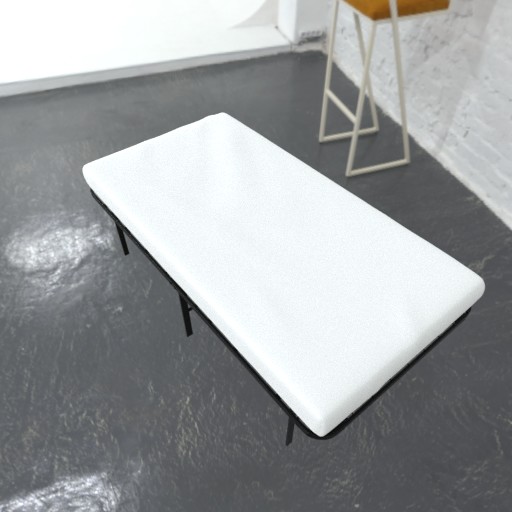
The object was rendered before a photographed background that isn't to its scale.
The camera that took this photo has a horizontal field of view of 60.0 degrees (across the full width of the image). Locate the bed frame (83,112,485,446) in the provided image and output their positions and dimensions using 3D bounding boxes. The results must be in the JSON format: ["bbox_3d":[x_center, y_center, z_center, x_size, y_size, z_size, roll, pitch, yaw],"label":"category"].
[{"bbox_3d":[0.000,0.000,2.334,0.989,0.619,1.903,-30,53,-26],"label":"bed frame"}]
